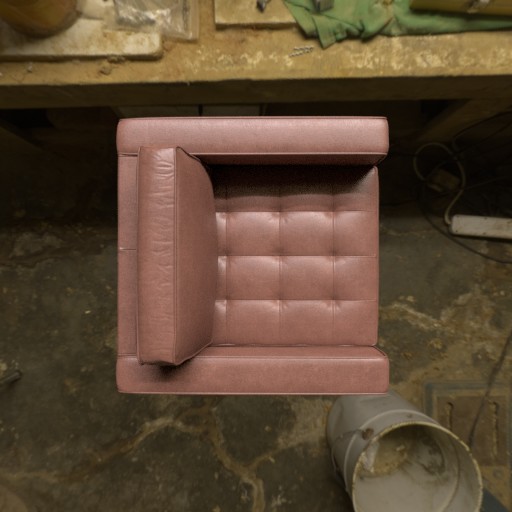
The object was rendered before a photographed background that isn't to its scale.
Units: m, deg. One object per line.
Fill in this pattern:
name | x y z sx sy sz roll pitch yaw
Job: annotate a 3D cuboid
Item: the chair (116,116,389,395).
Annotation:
chair | 0.000 0.000 1.587 0.900 0.770 0.920 0 89 0
